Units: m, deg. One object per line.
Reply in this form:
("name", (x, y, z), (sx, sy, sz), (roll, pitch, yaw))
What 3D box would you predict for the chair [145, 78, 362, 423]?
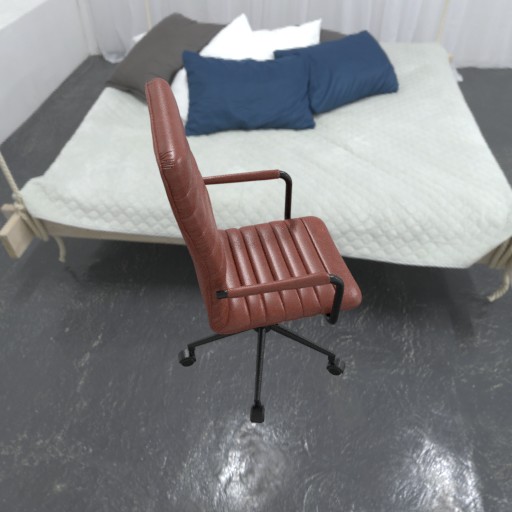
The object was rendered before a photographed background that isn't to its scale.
("chair", (0.000, 0.000, 1.332), (0.580, 0.979, 0.608), (-10, 46, -9))
